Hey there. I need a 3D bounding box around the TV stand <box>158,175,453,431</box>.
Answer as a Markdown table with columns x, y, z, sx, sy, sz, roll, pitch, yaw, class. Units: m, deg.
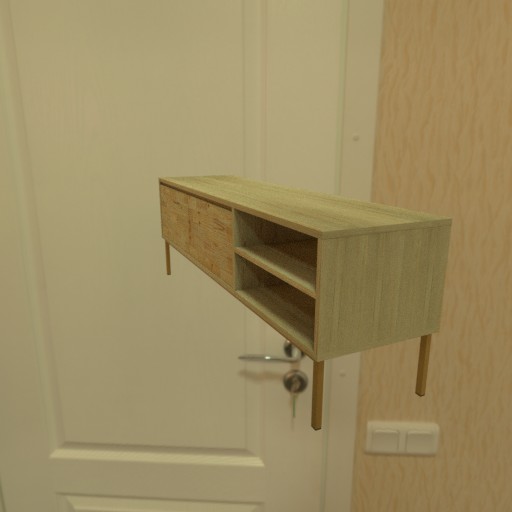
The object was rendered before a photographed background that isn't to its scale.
| x | y | z | sx | sy | sz | roll | pitch | yaw | class |
| --- | --- | --- | --- | --- | --- | --- | --- | --- | --- |
| 0.000 | 0.000 | 1.884 | 0.420 | 0.550 | 1.600 | -7 | 16 | -25 | TV stand |
